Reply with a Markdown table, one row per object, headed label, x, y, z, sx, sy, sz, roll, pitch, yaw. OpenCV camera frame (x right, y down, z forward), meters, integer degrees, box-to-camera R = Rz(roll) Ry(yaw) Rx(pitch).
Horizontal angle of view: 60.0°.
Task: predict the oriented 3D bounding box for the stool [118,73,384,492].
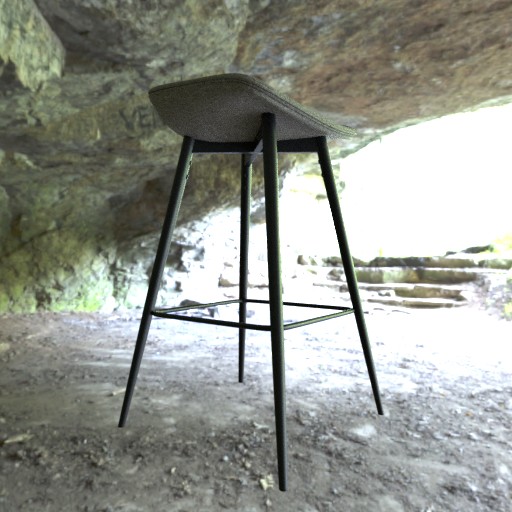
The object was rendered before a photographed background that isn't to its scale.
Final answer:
| label | x | y | z | sx | sy | sz | roll | pitch | yaw |
| --- | --- | --- | --- | --- | --- | --- | --- | --- | --- |
| stool | 0.000 | 0.000 | 1.095 | 0.480 | 0.814 | 0.469 | 0 | 1 | 37 |
